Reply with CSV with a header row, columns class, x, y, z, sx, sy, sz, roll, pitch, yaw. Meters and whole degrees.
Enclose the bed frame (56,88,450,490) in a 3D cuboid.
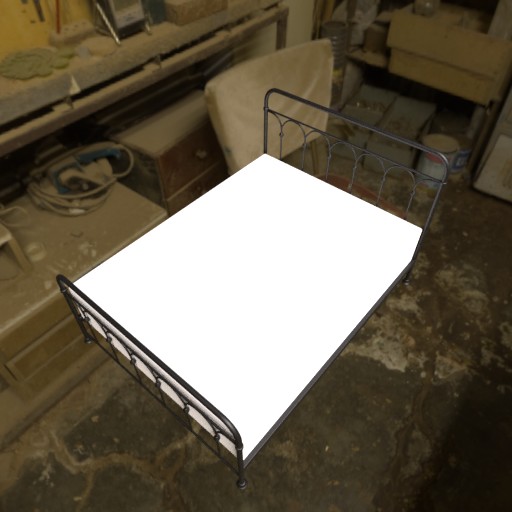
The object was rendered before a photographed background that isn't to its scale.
class,x,y,z,sx,sy,sz,roll,pitch,yaw
bed frame,0.000,0.000,3.182,1.664,1.276,2.203,32,54,26
